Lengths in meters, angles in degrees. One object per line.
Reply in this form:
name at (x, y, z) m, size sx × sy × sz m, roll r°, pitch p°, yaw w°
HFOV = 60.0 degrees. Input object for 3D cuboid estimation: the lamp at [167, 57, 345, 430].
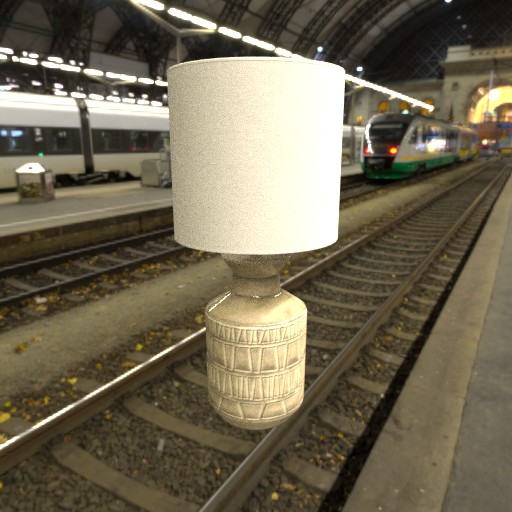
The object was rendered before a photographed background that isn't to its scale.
lamp at (0.000, 0.000, 0.591) m, size 0.211 × 0.455 × 0.211 m, roll 2°, pitch 14°, yaw 9°
